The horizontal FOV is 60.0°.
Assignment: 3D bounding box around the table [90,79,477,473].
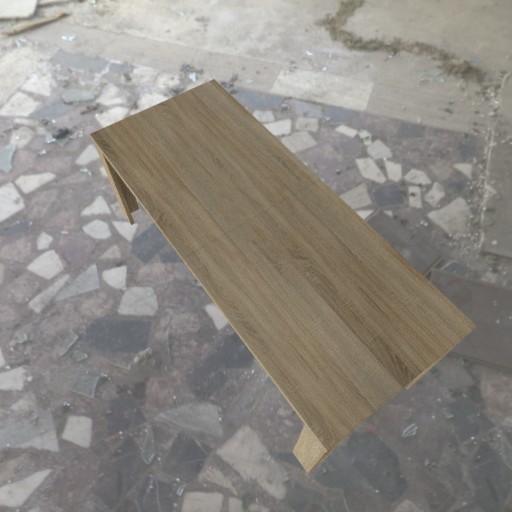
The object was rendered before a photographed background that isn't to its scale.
[{"bbox_3d":[0.000,0.000,2.692,0.900,0.790,2.200,-32,63,-18],"label":"table"}]
